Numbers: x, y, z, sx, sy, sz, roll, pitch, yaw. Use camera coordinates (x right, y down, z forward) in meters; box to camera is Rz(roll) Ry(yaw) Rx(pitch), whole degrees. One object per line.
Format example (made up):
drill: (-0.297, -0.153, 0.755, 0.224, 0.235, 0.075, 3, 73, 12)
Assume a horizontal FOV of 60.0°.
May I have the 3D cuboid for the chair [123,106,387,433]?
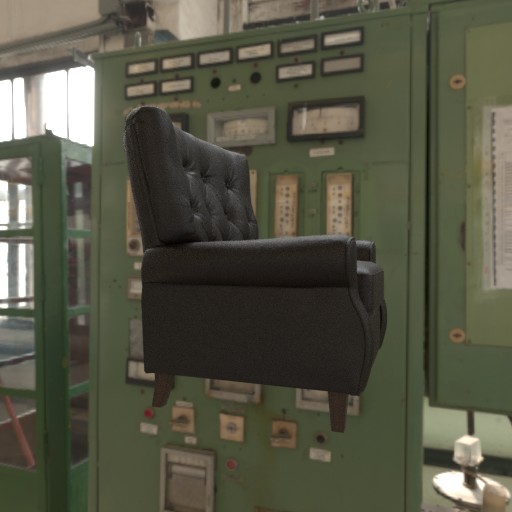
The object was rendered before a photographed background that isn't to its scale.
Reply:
chair: (0.000, 0.000, 1.927, 1.058, 1.158, 0.948, 0, 0, 20)
